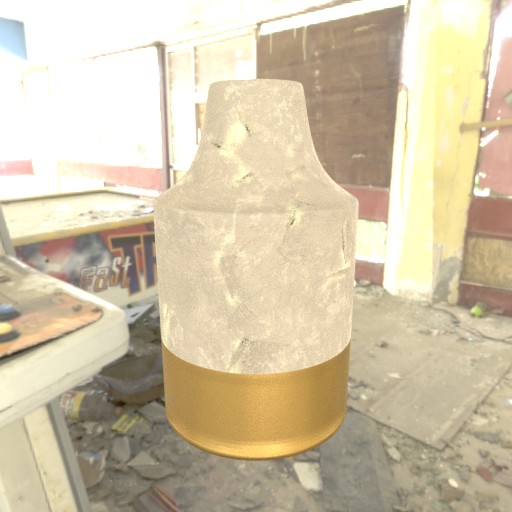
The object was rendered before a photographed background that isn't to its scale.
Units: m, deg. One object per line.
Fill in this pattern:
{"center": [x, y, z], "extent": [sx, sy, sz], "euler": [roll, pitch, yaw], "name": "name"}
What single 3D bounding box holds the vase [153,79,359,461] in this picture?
{"center": [0.000, 0.000, 0.419], "extent": [0.184, 0.305, 0.184], "euler": [0, 15, 0], "name": "vase"}
